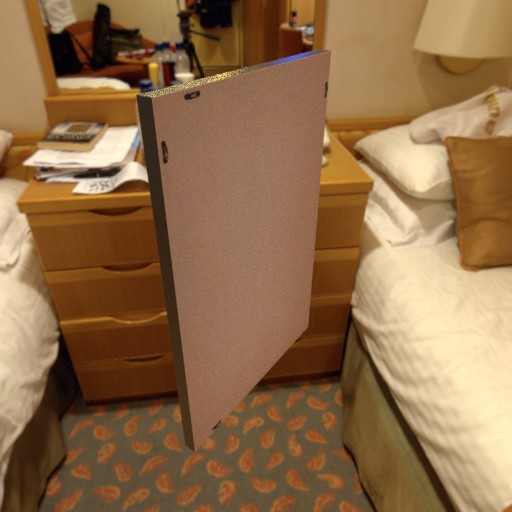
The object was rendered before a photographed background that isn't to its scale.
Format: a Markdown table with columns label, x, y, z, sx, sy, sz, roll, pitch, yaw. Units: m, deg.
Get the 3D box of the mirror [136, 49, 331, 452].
| label | x | y | z | sx | sy | sz | roll | pitch | yaw |
| --- | --- | --- | --- | --- | --- | --- | --- | --- | --- |
| mirror | 0.000 | 0.000 | 1.155 | 0.040 | 0.915 | 0.609 | 21 | 38 | 29 |
